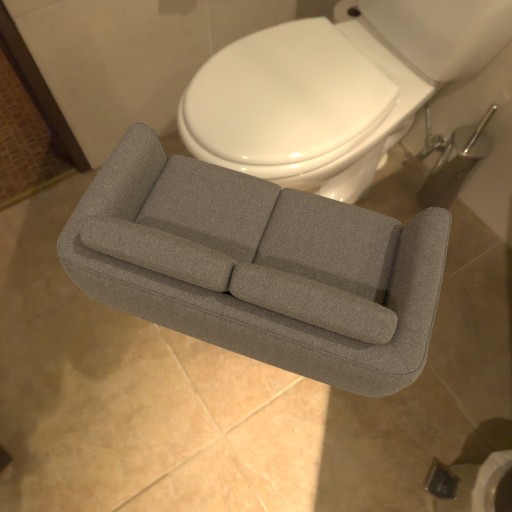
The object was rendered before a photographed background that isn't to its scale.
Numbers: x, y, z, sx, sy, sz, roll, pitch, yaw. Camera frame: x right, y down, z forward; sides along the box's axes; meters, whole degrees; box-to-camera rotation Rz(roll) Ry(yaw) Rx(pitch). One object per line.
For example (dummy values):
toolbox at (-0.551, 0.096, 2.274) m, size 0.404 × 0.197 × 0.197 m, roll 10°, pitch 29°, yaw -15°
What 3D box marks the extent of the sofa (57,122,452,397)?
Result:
sofa at (0.000, 0.000, 2.206) m, size 1.700 × 0.870 × 0.920 m, roll 18°, pitch 65°, yaw 8°
